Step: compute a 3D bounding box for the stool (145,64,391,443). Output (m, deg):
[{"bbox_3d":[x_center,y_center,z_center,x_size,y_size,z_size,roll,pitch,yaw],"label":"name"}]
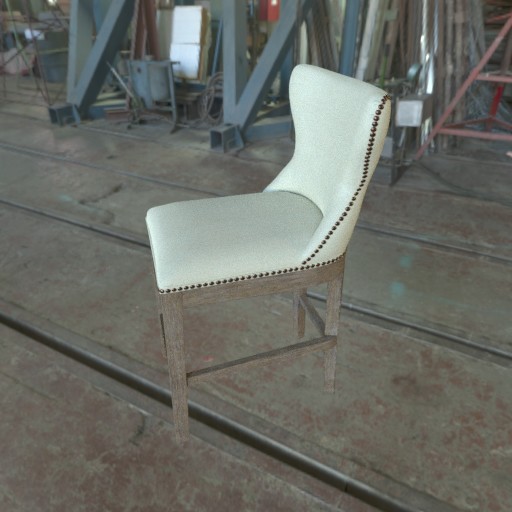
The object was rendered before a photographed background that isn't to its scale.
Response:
[{"bbox_3d":[0.000,0.000,1.310,0.608,0.981,0.498,-9,32,-14],"label":"stool"}]
